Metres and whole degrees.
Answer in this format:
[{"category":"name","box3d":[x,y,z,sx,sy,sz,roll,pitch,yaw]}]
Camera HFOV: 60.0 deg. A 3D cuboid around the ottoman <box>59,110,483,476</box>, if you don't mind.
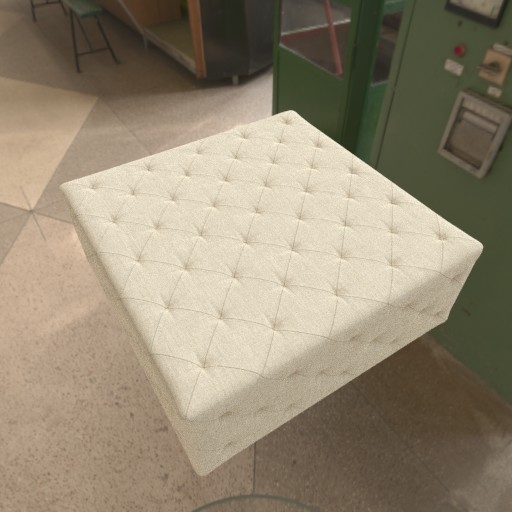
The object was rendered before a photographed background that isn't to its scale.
[{"category":"ottoman","box3d":[0.000,0.000,1.607,1.028,0.439,1.028,-25,51,-22]}]
